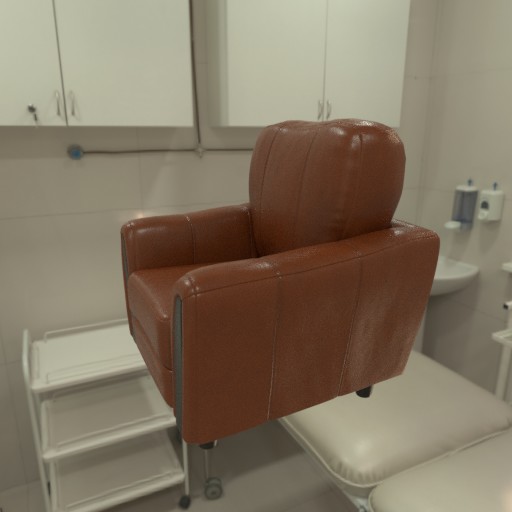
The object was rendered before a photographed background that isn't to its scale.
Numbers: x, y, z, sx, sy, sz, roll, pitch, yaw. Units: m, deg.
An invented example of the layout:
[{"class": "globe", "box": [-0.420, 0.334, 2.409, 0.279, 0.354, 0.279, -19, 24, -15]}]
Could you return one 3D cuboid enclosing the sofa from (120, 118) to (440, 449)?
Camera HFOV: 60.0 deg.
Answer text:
[{"class": "sofa", "box": [0.000, 0.000, 1.479, 0.789, 0.876, 0.836, -8, 18, -25]}]
